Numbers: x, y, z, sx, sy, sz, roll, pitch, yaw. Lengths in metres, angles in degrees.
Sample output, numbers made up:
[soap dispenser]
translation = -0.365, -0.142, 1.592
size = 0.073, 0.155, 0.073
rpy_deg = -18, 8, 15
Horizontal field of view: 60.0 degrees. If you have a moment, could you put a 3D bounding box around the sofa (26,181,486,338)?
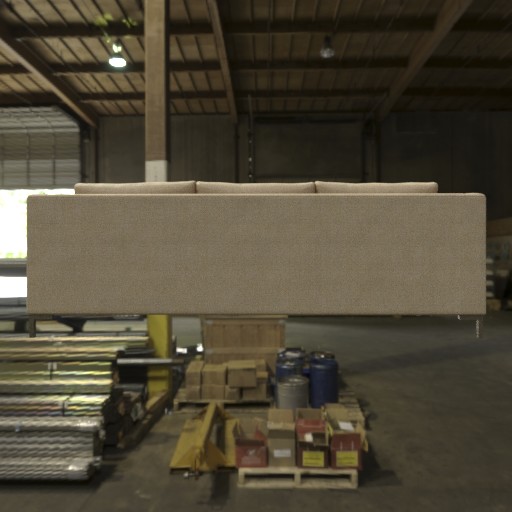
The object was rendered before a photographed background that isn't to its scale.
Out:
[sofa]
translation = 0.000, 0.000, 2.800
size = 2.415, 0.867, 0.969
rpy_deg = 0, 0, 1
